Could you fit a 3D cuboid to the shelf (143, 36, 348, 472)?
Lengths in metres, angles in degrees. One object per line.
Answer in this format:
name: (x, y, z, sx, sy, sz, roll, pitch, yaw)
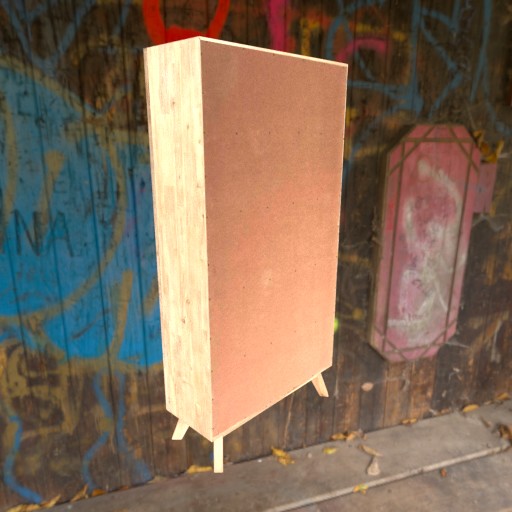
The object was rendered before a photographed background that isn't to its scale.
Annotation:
shelf: (0.000, 0.000, 1.778, 0.308, 1.471, 0.748, 15, 22, 42)
